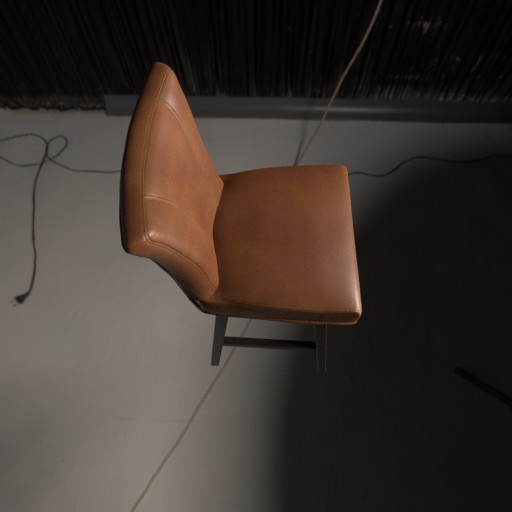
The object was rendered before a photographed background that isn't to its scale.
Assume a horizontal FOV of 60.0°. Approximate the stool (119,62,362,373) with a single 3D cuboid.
[{"bbox_3d":[0.000,0.000,1.432,0.585,1.094,0.522,0,64,0],"label":"stool"}]
